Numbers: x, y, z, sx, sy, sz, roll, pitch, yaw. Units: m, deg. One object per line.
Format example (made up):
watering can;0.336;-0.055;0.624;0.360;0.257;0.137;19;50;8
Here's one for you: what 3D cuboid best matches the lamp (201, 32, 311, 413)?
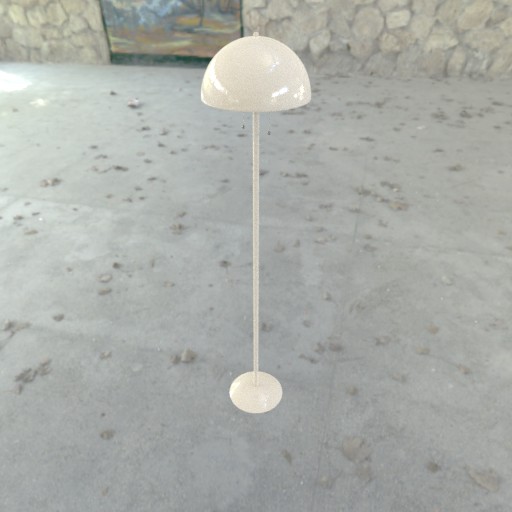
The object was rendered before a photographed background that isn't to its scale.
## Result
lamp;0.000;0.000;1.635;0.328;1.480;0.328;9;34;13
